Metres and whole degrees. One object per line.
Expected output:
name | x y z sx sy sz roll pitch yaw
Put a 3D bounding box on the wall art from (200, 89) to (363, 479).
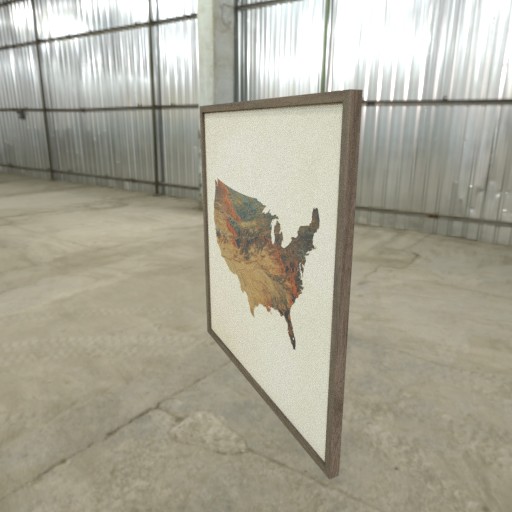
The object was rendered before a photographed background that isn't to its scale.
wall art | 0.000 0.000 0.764 0.016 0.507 0.508 -8 18 -24
